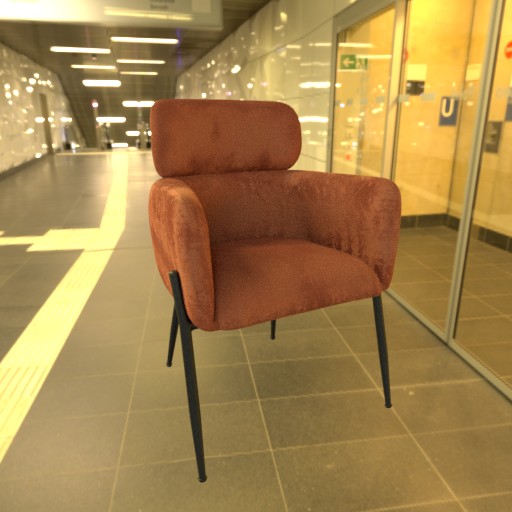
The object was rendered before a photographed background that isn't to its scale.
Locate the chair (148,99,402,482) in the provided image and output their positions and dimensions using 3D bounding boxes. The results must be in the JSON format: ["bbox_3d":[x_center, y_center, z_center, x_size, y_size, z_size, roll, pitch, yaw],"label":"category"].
[{"bbox_3d":[0.000,0.000,1.137,0.561,0.772,0.523,-9,20,-27],"label":"chair"}]
